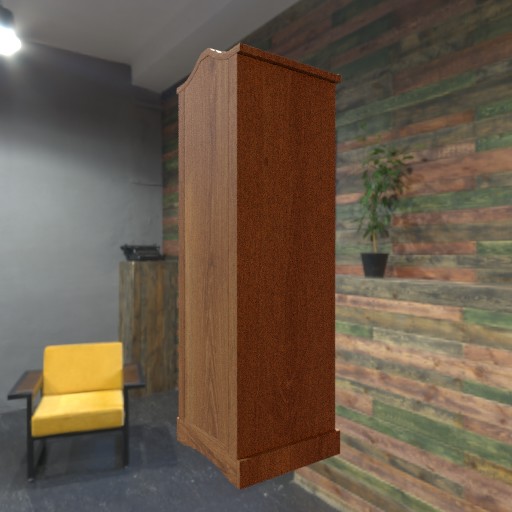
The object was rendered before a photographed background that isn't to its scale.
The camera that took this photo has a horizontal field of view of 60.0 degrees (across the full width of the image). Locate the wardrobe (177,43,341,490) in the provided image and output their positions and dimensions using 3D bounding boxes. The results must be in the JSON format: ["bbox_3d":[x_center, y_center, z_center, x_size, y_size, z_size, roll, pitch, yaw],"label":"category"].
[{"bbox_3d":[0.000,0.000,2.175,0.570,1.870,0.590,0,0,-35],"label":"wardrobe"}]
